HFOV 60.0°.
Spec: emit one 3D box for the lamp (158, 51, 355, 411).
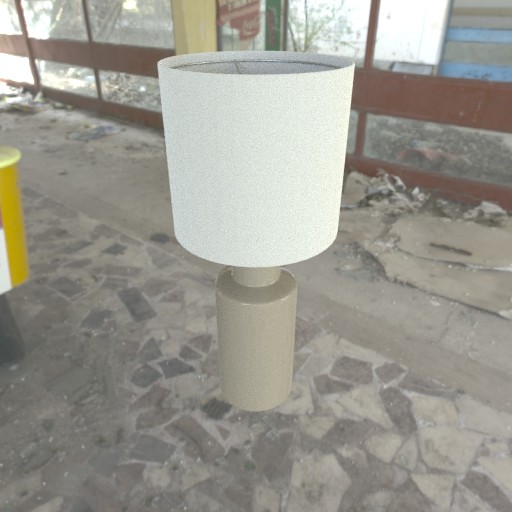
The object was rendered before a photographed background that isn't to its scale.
[{"bbox_3d":[0.000,0.000,0.607,0.212,0.493,0.212,-8,31,-13],"label":"lamp"}]
